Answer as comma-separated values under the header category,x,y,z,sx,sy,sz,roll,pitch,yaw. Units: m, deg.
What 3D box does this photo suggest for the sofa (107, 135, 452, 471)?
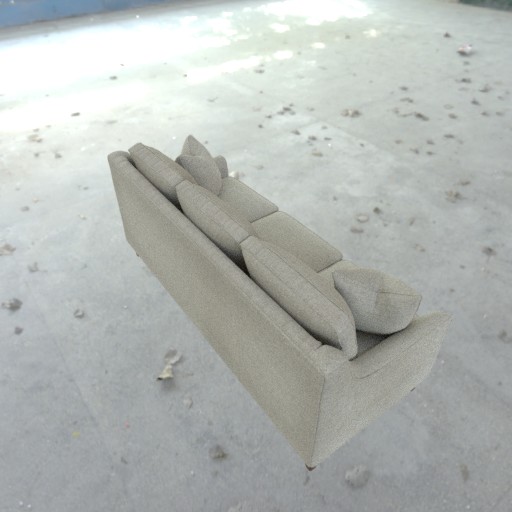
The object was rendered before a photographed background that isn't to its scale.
category,x,y,z,sx,sy,sz,roll,pitch,yaw
sofa,0.000,0.000,2.544,0.865,0.914,2.031,-24,45,-27
